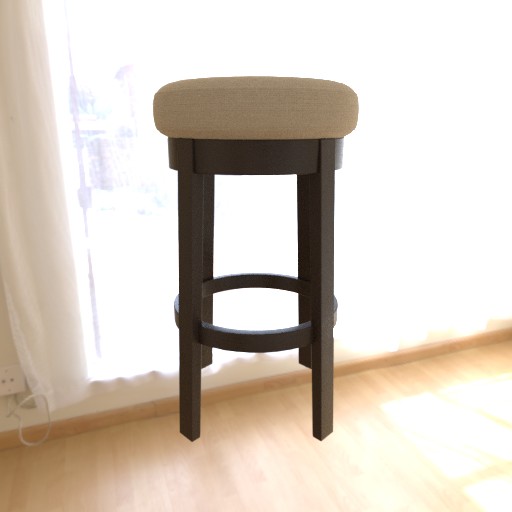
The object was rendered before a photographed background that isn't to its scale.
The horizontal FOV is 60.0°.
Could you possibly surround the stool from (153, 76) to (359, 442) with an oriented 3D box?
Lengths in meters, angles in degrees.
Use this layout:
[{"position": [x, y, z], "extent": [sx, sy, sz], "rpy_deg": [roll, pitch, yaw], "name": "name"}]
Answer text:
[{"position": [0.000, 0.000, 1.031], "extent": [0.446, 0.758, 0.446], "rpy_deg": [0, 17, 0], "name": "stool"}]
